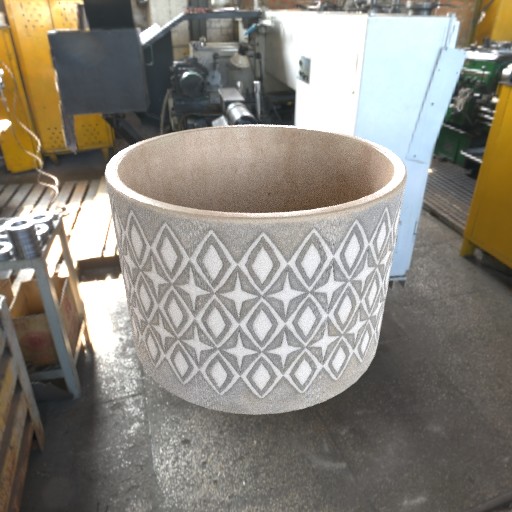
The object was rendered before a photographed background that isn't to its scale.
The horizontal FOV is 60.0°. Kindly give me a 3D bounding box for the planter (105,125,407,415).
[{"bbox_3d":[0.000,0.000,0.282,0.164,0.127,0.164,0,29,0],"label":"planter"}]
